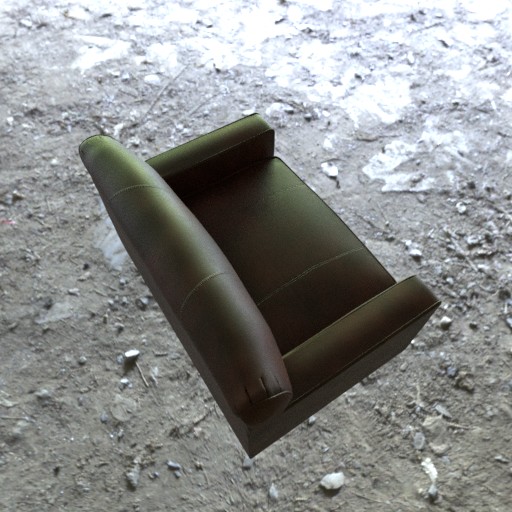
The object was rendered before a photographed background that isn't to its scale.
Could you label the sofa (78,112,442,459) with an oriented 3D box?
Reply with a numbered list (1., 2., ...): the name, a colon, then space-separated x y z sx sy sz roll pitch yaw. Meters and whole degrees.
1. sofa: 0.000 0.000 2.099 1.000 0.956 1.413 -29 62 -17
